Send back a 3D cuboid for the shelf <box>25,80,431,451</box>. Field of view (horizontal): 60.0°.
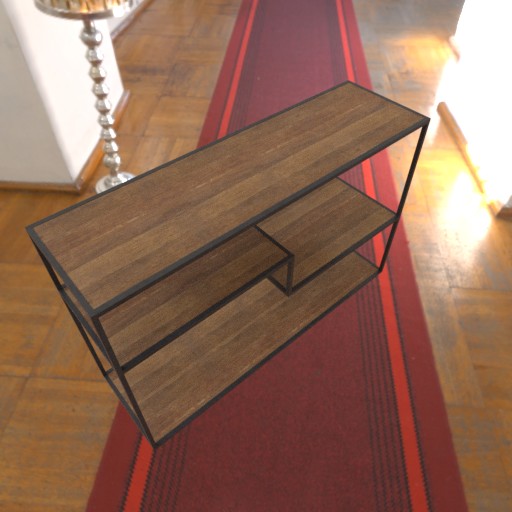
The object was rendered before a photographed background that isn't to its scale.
[{"bbox_3d":[0.000,0.000,1.548,1.201,0.765,0.361,-32,55,-26],"label":"shelf"}]
